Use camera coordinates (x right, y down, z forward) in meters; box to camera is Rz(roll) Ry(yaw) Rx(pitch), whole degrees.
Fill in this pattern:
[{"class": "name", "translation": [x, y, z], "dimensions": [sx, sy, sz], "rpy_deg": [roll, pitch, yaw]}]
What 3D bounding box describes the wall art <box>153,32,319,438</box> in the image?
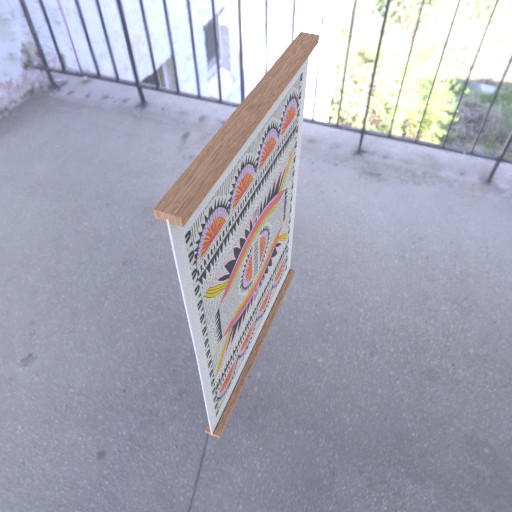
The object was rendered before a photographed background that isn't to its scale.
[{"class": "wall art", "translation": [0.000, 0.000, 0.698], "dimensions": [0.028, 0.527, 0.403], "rpy_deg": [17, 51, 15]}]
